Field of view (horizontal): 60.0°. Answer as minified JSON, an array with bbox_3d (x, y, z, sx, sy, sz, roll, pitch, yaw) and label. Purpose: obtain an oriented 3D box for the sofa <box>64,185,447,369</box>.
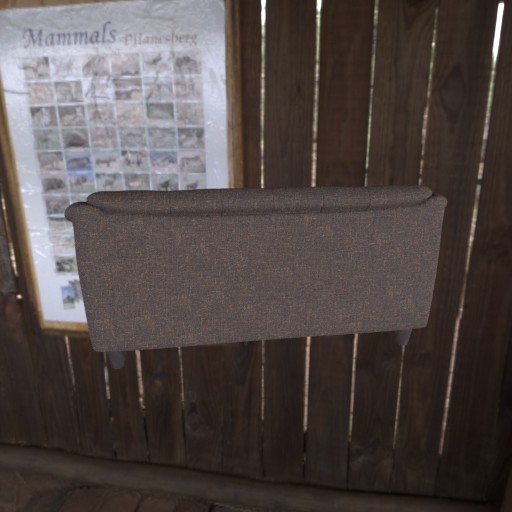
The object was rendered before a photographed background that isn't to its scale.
[{"bbox_3d":[0.000,0.000,2.302,1.849,0.790,0.887,-3,16,-9],"label":"sofa"}]
